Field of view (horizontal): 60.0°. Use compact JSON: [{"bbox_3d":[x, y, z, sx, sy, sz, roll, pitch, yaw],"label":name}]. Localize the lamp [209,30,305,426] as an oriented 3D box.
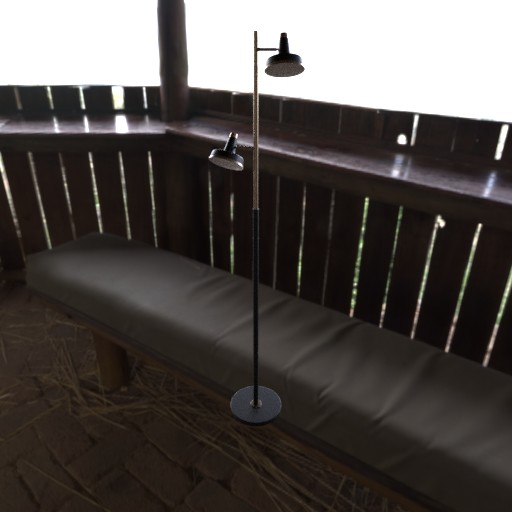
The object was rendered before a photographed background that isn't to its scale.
[{"bbox_3d":[0.000,0.000,1.846,0.351,1.674,0.253,8,27,16],"label":"lamp"}]
